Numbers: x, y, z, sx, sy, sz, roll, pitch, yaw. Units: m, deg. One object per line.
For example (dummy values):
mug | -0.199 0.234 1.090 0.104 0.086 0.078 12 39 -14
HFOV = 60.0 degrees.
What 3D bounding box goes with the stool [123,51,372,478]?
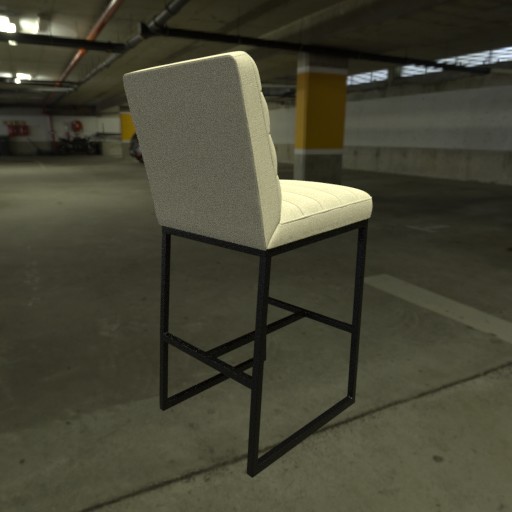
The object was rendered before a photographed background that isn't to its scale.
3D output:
stool | 0.000 0.000 1.338 0.560 1.040 0.460 -15 21 -43
